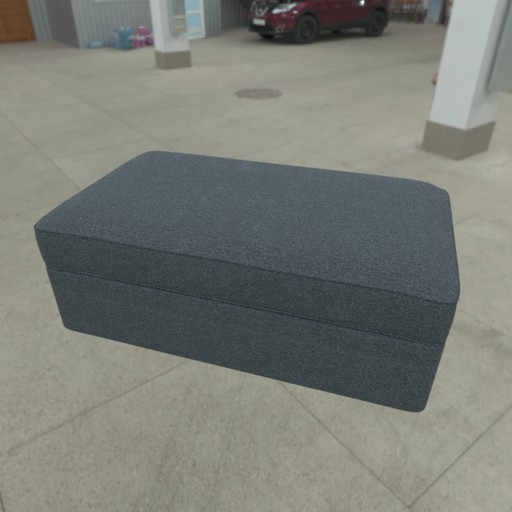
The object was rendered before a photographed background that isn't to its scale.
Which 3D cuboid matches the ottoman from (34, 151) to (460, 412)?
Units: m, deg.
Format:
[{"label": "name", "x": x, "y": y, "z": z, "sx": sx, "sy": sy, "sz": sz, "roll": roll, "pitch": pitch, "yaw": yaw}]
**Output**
[{"label": "ottoman", "x": 0.000, "y": 0.000, "z": 1.499, "sx": 1.173, "sy": 0.494, "sz": 0.681, "roll": 10, "pitch": 34, "yaw": 15}]
